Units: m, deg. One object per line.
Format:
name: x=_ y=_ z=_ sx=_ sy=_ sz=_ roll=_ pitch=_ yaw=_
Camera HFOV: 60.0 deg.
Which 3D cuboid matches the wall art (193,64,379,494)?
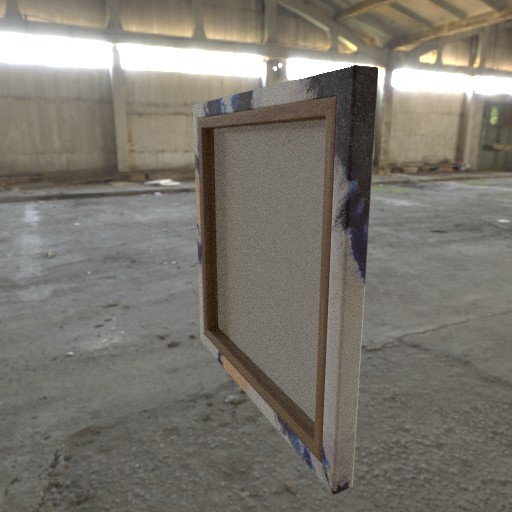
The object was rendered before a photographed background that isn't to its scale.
wall art: x=0.000 y=0.000 z=0.871 sx=0.039 sy=0.609 sz=0.609 roll=-7 pitch=16 yaw=-25
